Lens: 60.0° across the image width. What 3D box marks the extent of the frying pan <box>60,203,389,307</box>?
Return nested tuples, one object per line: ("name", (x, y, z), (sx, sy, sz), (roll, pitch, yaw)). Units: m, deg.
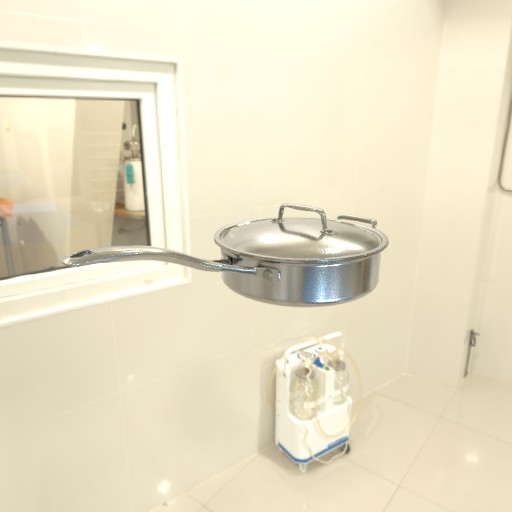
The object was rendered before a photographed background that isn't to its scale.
("frying pan", (0.000, 0.000, 0.578), (0.245, 0.111, 0.492), (16, 23, 42))
